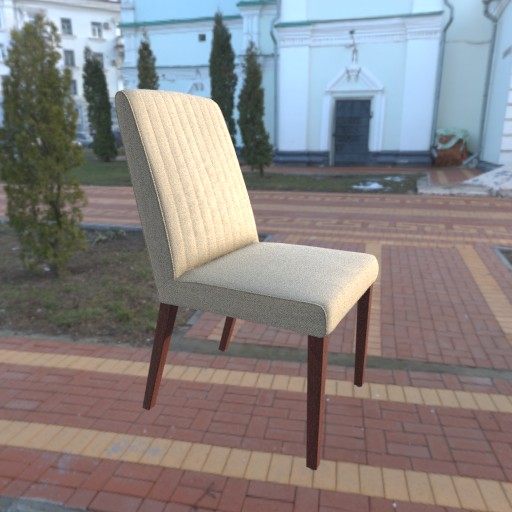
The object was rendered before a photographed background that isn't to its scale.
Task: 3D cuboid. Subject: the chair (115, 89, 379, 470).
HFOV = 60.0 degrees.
[{"bbox_3d":[0.000,0.000,1.256,0.594,0.900,0.480,8,17,27],"label":"chair"}]
